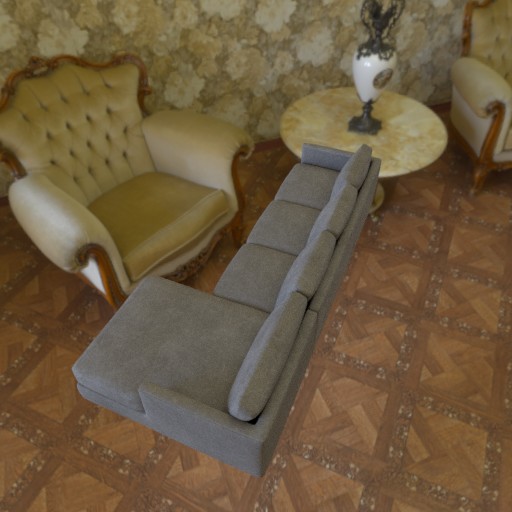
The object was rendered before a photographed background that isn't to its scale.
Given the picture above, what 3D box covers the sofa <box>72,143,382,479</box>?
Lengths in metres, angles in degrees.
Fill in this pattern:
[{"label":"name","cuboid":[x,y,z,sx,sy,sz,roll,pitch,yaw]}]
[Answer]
[{"label":"sofa","cuboid":[0.000,0.000,4.195,1.604,0.950,3.471,17,47,16]}]
